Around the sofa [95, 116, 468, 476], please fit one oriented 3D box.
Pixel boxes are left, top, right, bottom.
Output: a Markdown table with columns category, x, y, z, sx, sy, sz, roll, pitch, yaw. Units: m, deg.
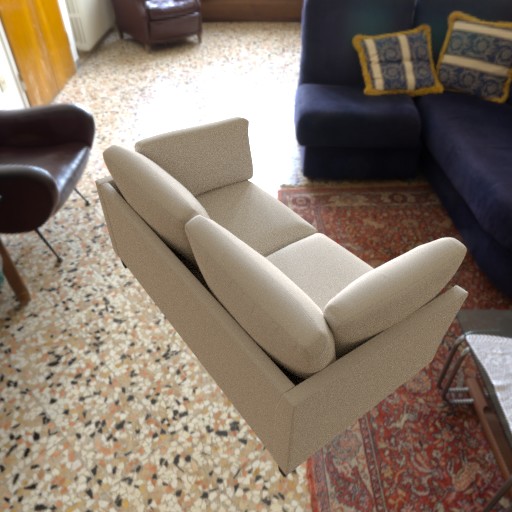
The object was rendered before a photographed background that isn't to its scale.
| category | x | y | z | sx | sy | sz | roll | pitch | yaw |
| --- | --- | --- | --- | --- | --- | --- | --- | --- | --- |
| sofa | 0.000 | 0.000 | 2.294 | 0.970 | 0.836 | 1.776 | -26 | 47 | -27 |
